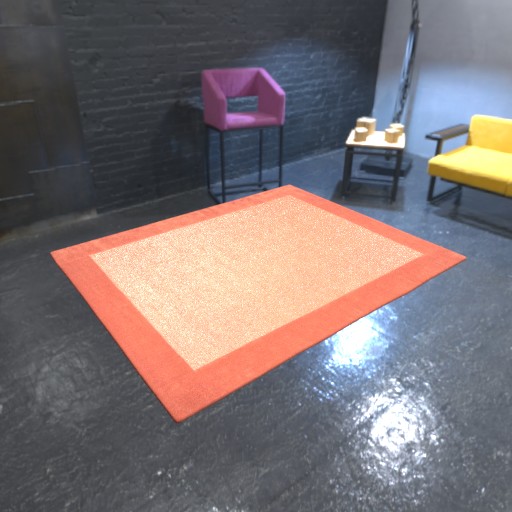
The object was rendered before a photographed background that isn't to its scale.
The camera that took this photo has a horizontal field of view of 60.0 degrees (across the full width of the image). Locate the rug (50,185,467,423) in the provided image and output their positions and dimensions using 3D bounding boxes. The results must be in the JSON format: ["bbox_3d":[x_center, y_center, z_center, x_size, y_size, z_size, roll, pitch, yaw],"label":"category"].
[{"bbox_3d":[0.000,0.000,4.041,2.976,0.018,2.430,-21,35,-32],"label":"rug"}]
